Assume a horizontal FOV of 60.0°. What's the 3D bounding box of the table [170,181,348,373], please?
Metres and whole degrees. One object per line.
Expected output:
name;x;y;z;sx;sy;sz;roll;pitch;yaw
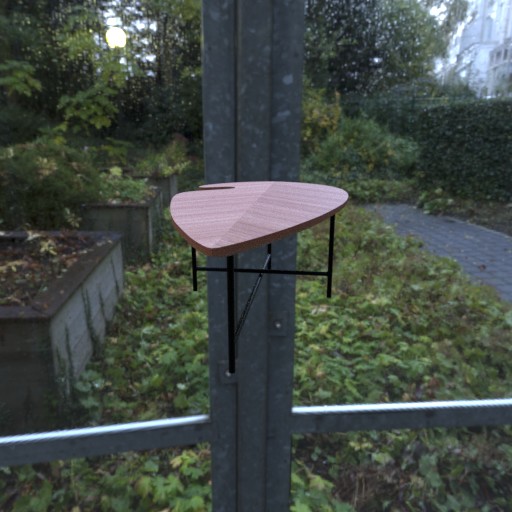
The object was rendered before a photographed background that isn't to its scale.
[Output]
table;0.000;0.000;1.454;0.598;0.360;1.199;2;16;8
